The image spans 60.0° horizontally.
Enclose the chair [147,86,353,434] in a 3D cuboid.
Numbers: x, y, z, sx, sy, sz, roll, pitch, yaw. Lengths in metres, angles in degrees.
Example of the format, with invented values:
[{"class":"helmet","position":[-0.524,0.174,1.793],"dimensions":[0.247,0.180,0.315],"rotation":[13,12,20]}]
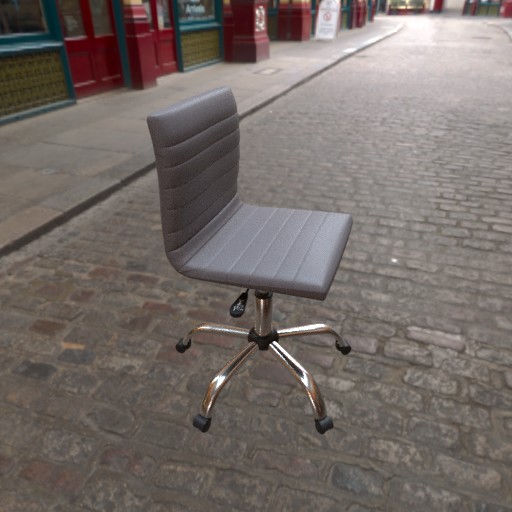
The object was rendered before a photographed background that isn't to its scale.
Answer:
[{"class":"chair","position":[0.000,0.000,1.158],"dimensions":[0.530,0.780,0.556],"rotation":[10,31,17]}]
